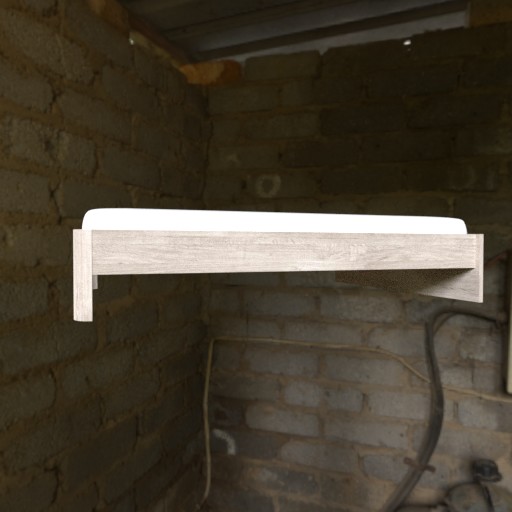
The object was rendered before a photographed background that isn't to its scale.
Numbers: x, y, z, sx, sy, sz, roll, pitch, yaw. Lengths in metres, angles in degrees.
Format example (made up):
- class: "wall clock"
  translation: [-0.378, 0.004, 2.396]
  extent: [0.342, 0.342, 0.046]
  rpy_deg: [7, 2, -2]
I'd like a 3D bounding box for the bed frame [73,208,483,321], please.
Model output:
- class: "bed frame"
  translation: [0.000, 0.000, 2.659]
  extent: [1.950, 0.462, 1.490]
  rpy_deg: [0, 1, -19]
